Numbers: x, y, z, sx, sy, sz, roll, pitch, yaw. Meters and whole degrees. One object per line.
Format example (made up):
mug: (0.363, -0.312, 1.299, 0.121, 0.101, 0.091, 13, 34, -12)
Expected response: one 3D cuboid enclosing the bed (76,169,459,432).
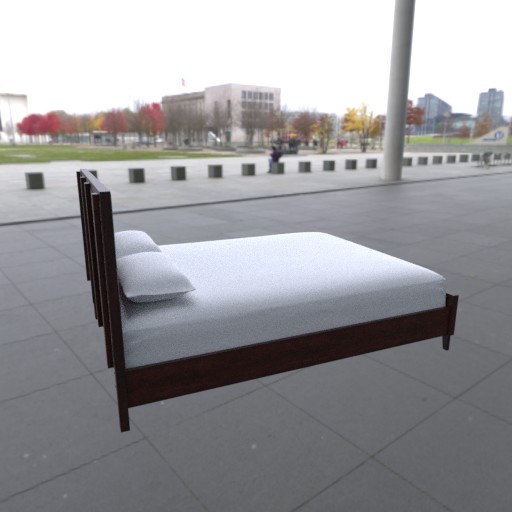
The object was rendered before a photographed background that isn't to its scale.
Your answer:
bed: (0.000, 0.000, 3.989, 2.803, 1.492, 2.040, -6, 16, -23)
